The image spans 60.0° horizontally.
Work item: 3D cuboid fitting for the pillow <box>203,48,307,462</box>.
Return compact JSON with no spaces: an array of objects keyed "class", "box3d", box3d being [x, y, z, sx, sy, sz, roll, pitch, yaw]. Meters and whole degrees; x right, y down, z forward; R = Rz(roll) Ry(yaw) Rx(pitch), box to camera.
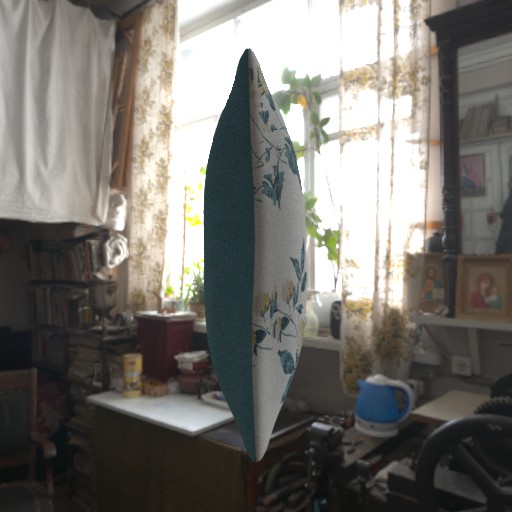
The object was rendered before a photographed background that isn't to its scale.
[{"class":"pillow","box3d":[0.000,0.000,0.797,0.166,0.507,0.526,0,-1,1]}]
